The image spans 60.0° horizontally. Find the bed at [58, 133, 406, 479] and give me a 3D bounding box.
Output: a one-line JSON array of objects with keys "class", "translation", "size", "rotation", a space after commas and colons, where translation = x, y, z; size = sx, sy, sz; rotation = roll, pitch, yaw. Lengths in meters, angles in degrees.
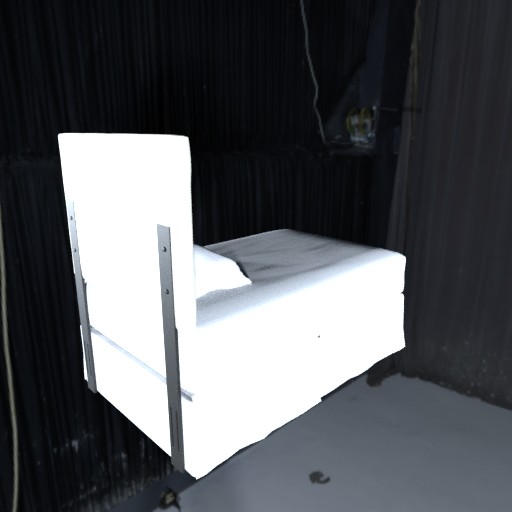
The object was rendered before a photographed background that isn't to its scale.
[{"class": "bed", "translation": [0.000, 0.000, 2.926], "size": [1.997, 1.571, 1.261], "rotation": [-15, 22, -42]}]
